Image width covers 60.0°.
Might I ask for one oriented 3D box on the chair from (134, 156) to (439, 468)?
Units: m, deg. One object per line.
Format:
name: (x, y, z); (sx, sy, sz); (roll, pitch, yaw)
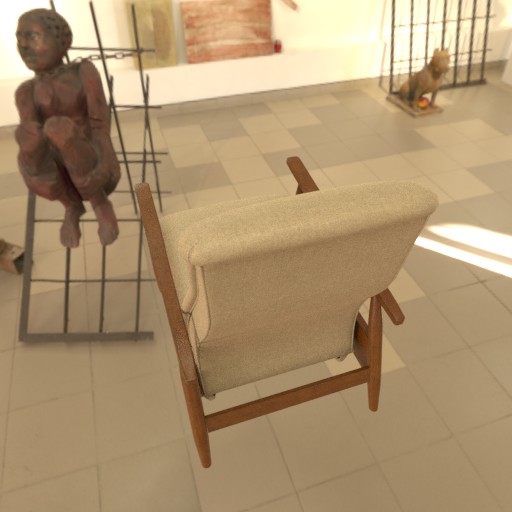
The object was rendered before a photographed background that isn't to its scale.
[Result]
chair: (0.000, 0.000, 1.694); (0.762, 1.082, 1.030); (-13, 44, -14)
